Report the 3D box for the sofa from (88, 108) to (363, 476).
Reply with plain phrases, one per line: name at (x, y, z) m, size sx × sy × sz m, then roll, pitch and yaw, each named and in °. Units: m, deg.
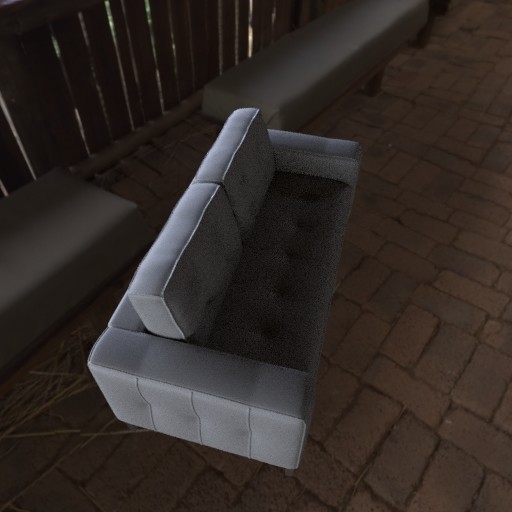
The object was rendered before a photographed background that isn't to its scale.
sofa at (0.000, 0.000, 2.206) m, size 0.833 × 0.892 × 1.726 m, roll 11°, pitch 48°, yaw 10°
